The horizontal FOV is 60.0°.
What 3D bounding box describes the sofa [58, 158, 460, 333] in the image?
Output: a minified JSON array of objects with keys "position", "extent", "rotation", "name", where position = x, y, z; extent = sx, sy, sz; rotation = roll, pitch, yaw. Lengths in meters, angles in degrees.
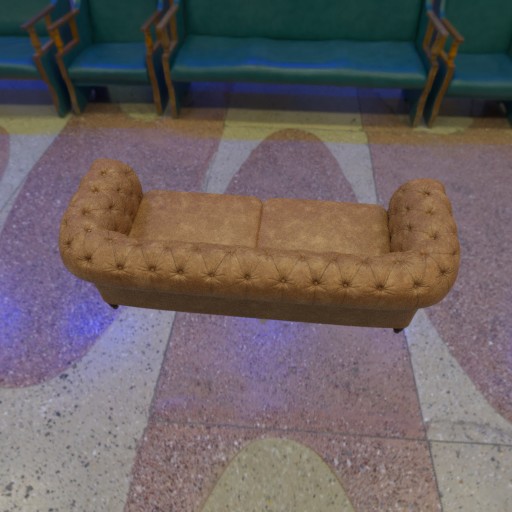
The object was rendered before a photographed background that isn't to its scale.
[{"position":[0.000,0.000,2.819],"extent":[2.365,0.760,0.989],"rotation":[4,47,4],"name":"sofa"}]
